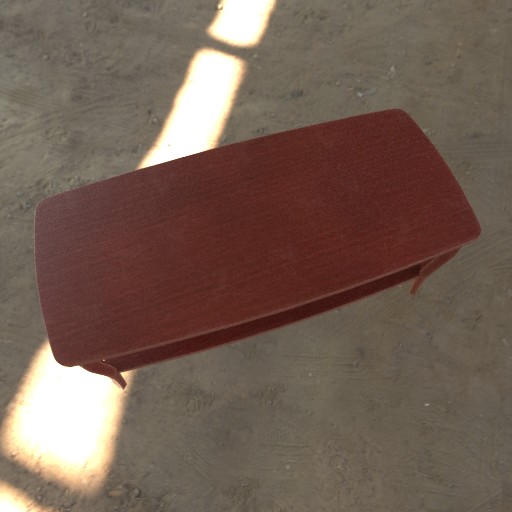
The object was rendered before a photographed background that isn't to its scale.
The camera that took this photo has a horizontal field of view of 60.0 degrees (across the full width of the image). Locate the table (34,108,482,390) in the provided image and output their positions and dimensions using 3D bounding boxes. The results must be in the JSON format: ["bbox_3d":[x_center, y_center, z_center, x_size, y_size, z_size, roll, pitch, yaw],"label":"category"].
[{"bbox_3d":[0.000,0.000,1.461,1.216,0.473,0.561,-16,64,-8],"label":"table"}]
